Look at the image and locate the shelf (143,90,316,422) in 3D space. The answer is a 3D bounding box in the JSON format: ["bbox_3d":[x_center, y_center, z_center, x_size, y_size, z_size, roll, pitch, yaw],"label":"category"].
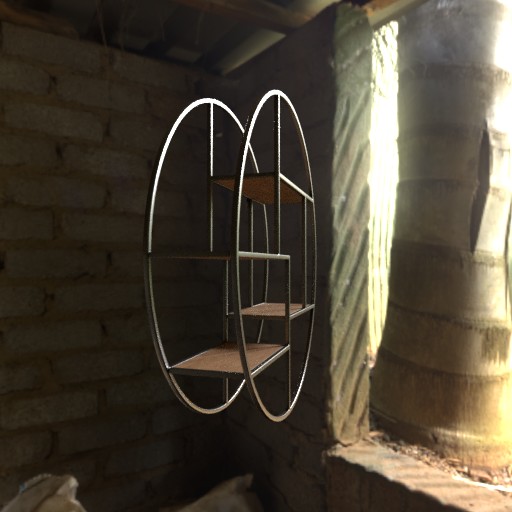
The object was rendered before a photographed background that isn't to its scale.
[{"bbox_3d":[0.000,0.000,1.287,0.202,0.888,0.888,0,-1,17],"label":"shelf"}]
